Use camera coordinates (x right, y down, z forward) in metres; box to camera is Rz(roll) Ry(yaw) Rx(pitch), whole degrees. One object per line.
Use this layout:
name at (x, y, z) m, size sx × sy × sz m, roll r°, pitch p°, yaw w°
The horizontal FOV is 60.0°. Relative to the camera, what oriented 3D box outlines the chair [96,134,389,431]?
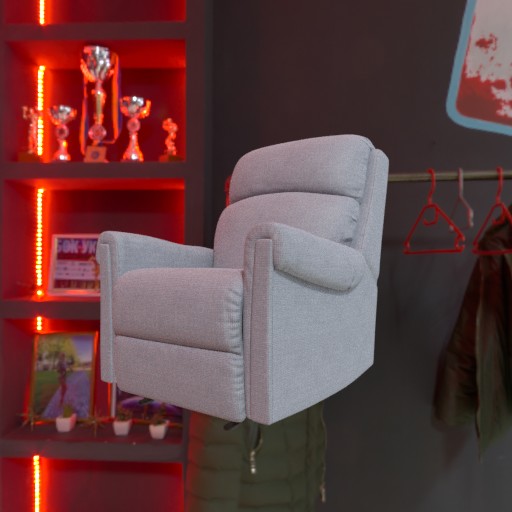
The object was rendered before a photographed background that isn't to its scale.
chair at (0.000, 0.000, 1.783) m, size 0.838 × 1.054 × 1.014 m, roll 0°, pitch 0°, yaw 36°
